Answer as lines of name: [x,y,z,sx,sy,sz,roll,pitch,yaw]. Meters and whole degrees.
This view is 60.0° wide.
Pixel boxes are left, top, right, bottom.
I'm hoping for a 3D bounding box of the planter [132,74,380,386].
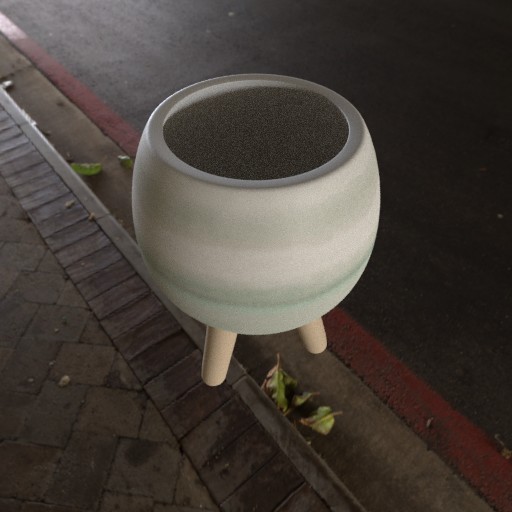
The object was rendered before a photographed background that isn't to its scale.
planter: [0.000,0.000,0.334,0.161,0.224,0.161,0,47,0]
